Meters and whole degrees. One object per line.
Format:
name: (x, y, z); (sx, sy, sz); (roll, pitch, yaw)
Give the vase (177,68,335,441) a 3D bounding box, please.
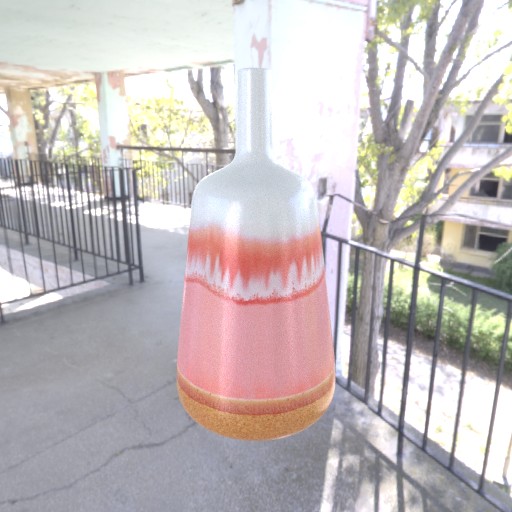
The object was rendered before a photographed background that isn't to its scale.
vase: (0.000, 0.000, 0.380); (0.144, 0.296, 0.144); (0, 15, 0)
